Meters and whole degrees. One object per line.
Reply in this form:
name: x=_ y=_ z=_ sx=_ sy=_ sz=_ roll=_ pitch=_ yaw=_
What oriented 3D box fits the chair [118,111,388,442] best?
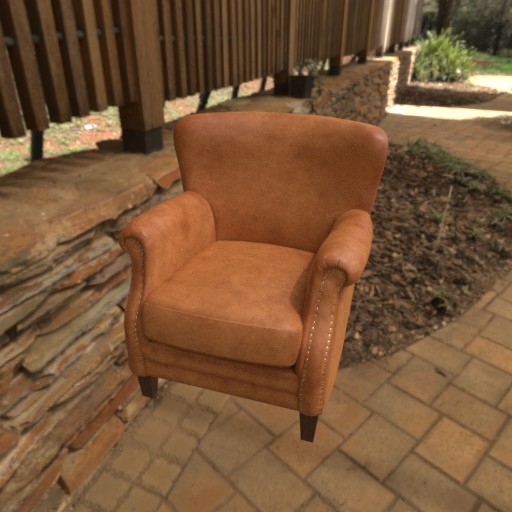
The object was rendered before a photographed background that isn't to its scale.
chair: x=0.000 y=0.000 z=1.717 sx=0.861 sy=0.936 sz=0.921 roll=8 pitch=29 yaw=15
